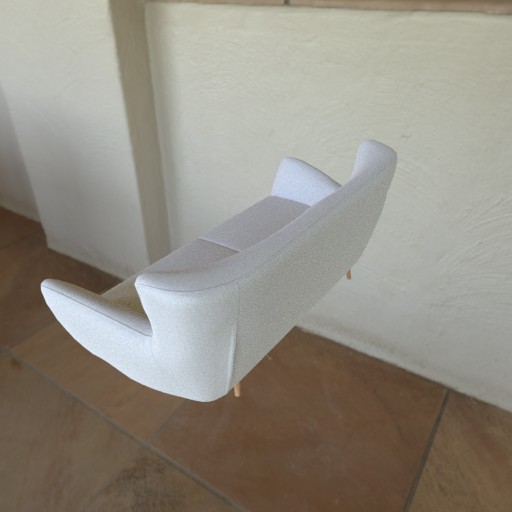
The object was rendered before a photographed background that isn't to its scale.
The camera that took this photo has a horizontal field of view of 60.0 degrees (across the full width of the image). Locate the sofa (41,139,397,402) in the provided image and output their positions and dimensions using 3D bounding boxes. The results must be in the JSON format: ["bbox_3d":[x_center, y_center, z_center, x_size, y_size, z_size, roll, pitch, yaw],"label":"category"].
[{"bbox_3d":[0.000,0.000,2.371,0.899,0.890,1.930,21,38,30],"label":"sofa"}]
